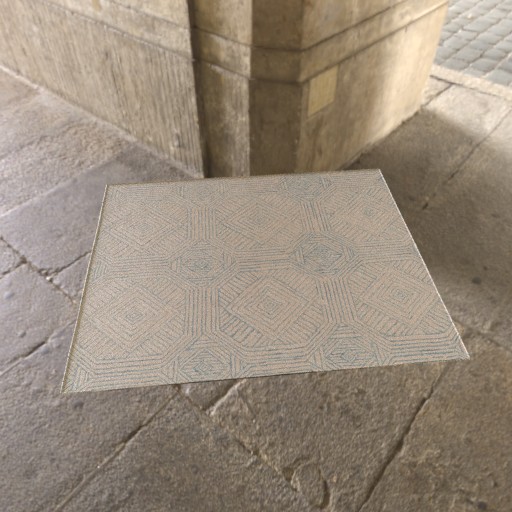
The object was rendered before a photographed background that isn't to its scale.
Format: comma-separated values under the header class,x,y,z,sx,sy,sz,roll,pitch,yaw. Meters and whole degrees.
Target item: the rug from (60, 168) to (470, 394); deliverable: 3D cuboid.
class,x,y,z,sx,sy,sz,roll,pitch,yaw
rug,0.000,0.000,4.107,3.049,0.015,2.457,-4,47,-4
